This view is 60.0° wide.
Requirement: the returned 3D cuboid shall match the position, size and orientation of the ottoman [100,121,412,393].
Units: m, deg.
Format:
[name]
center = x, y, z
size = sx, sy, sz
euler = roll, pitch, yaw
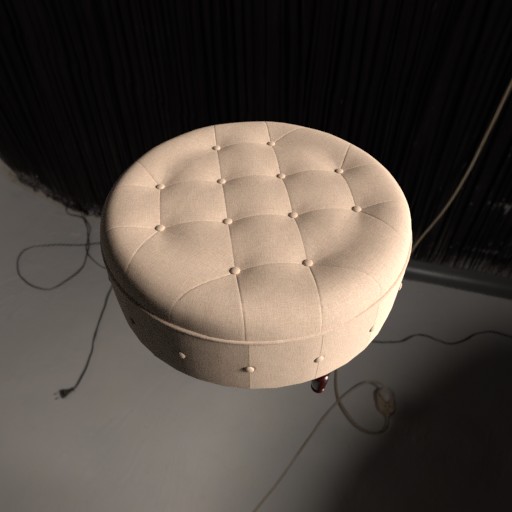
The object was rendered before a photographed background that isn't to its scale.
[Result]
[ottoman]
center = 0.000, 0.000, 1.361
size = 0.848, 0.494, 0.848
euler = 0, 46, 0
